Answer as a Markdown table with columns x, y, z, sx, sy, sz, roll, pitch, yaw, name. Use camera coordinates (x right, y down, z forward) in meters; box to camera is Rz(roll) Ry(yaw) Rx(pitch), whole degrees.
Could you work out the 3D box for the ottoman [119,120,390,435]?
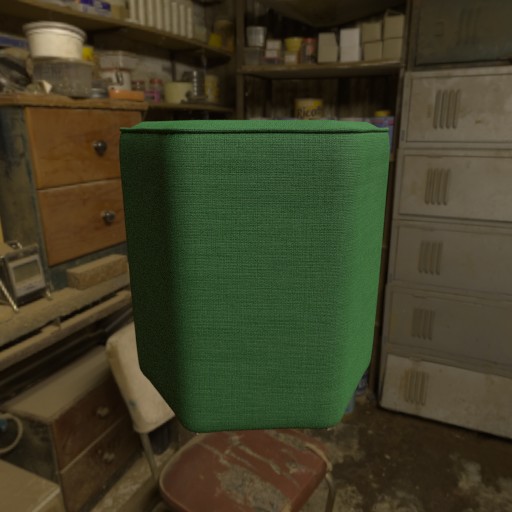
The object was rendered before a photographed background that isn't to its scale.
| x | y | z | sx | sy | sz | roll | pitch | yaw | name |
| --- | --- | --- | --- | --- | --- | --- | --- | --- | --- |
| 0.000 | 0.000 | 0.874 | 0.444 | 0.507 | 0.499 | 8 | 18 | 26 | ottoman |
